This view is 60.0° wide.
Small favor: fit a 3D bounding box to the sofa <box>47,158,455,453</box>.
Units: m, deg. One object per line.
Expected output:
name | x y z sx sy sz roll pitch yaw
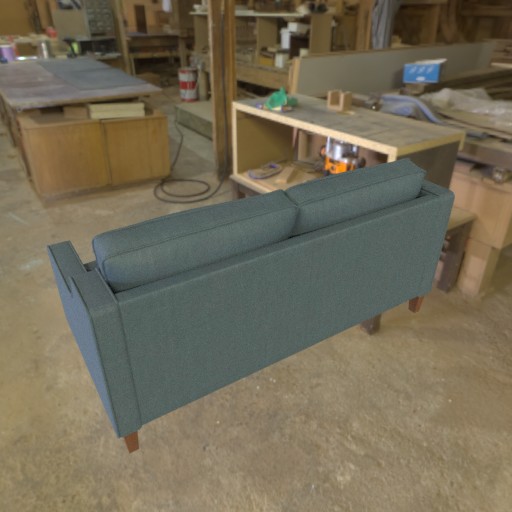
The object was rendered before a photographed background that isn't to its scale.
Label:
sofa | 0.000 0.000 2.724 2.178 1.071 1.066 -18 35 -28
